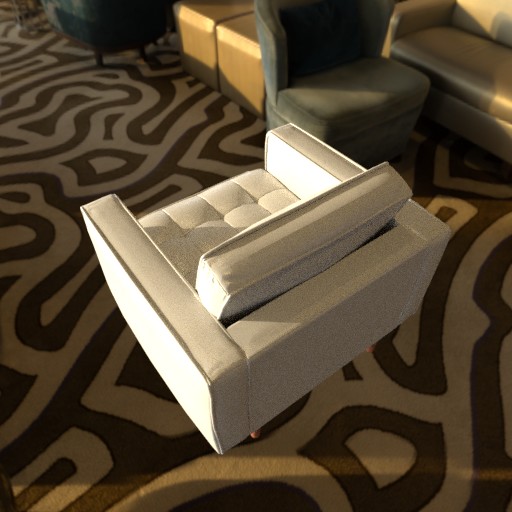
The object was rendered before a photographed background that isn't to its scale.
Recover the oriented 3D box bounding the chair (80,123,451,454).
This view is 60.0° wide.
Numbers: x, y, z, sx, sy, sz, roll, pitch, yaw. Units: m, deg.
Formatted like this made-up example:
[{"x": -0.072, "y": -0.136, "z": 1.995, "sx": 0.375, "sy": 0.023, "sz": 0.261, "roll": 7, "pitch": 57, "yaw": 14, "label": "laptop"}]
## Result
[{"x": 0.000, "y": 0.000, "z": 1.539, "sx": 0.928, "sy": 0.773, "sz": 0.843, "roll": -28, "pitch": 53, "yaw": -24, "label": "chair"}]
